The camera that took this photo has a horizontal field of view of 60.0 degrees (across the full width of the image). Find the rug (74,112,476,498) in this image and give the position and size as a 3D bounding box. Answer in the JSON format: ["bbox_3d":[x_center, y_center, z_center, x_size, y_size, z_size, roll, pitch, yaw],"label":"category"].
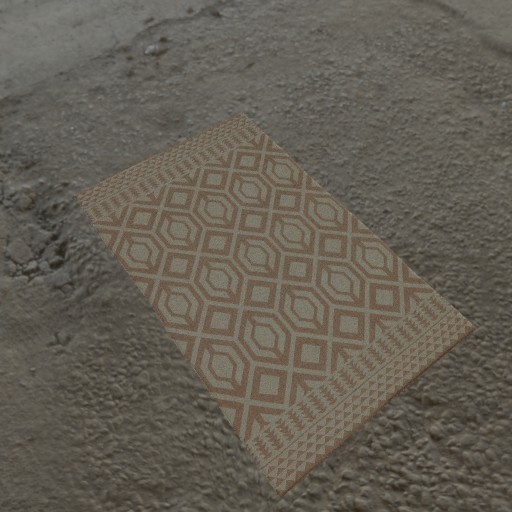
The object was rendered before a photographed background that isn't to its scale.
[{"bbox_3d":[0.000,0.000,2.965,1.526,0.011,2.435,-32,63,-19],"label":"rug"}]
